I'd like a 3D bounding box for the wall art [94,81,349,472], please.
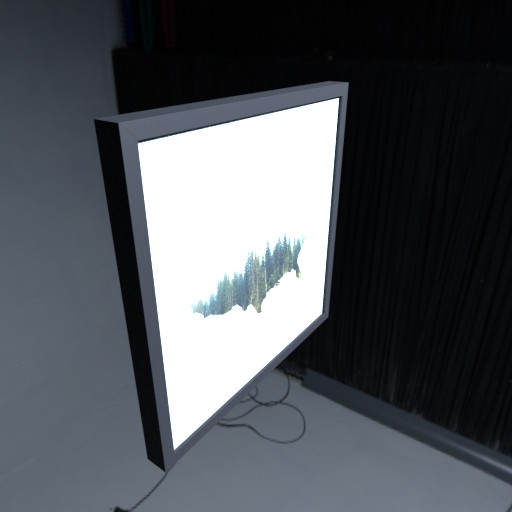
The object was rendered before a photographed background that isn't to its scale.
[{"bbox_3d":[0.000,0.000,0.743,0.040,0.509,0.509,18,32,32],"label":"wall art"}]
